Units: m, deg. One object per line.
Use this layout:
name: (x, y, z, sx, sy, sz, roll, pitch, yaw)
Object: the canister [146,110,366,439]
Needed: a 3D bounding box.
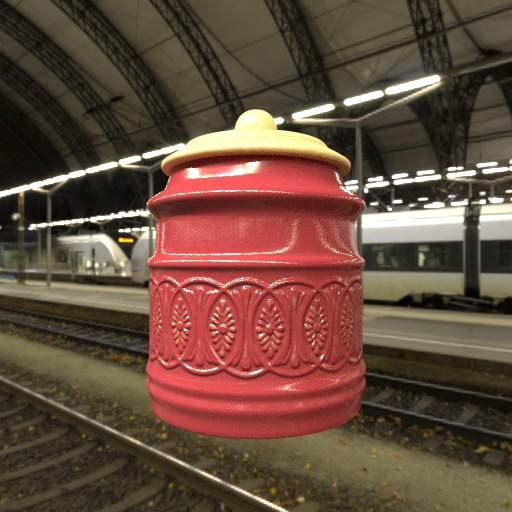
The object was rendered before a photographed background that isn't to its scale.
canister: (0.000, 0.000, 0.270, 0.130, 0.176, 0.130, 0, 0, 0)
